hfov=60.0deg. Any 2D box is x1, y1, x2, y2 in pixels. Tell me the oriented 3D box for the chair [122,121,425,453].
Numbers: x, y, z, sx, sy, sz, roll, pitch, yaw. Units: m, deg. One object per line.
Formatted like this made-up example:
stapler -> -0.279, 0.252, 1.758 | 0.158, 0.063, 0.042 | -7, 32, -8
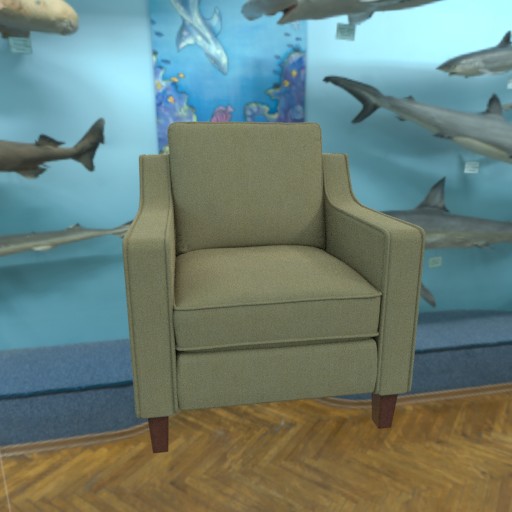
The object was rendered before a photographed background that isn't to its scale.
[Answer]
chair -> 0.000, 0.000, 1.631 | 0.831, 0.960, 0.909 | -2, 15, -9
